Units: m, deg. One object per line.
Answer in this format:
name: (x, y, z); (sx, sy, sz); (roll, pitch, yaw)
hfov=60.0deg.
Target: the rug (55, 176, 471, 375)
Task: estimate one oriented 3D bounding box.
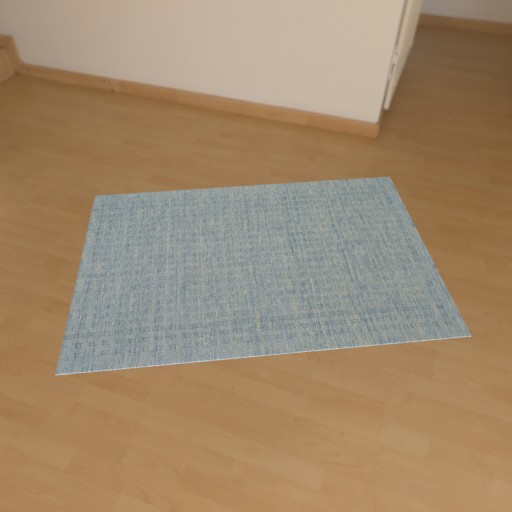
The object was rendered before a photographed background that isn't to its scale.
rug: (0.000, 0.000, 2.244); (1.752, 0.006, 1.142); (-4, 47, -4)
